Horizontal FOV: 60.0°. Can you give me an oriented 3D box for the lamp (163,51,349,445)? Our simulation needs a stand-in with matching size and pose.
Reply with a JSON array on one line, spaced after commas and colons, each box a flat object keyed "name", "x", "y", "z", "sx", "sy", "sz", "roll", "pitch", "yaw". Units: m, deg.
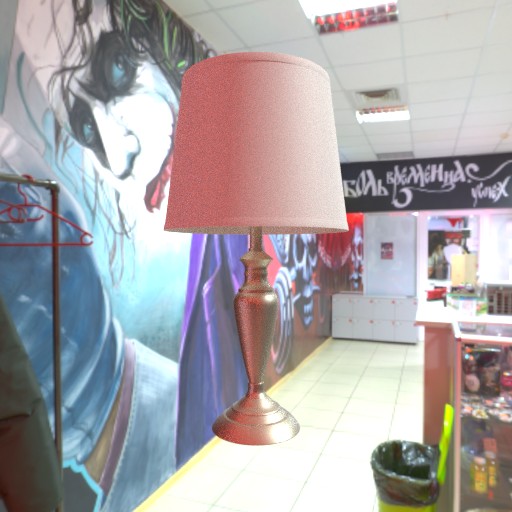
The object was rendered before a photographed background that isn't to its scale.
[{"name": "lamp", "x": 0.000, "y": 0.000, "z": 0.801, "sx": 0.328, "sy": 0.619, "sz": 0.328, "roll": 0, "pitch": 1, "yaw": 0}]
